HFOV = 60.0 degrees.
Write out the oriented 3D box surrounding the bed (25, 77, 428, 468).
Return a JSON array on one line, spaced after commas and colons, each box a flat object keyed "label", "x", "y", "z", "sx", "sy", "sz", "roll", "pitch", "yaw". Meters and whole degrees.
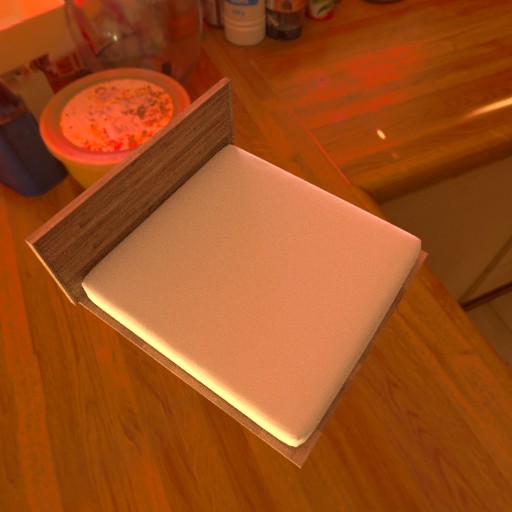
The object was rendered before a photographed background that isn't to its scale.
[{"label": "bed", "x": 0.000, "y": 0.000, "z": 3.447, "sx": 2.167, "sy": 1.100, "sz": 2.116, "roll": 31, "pitch": 61, "yaw": 19}]
